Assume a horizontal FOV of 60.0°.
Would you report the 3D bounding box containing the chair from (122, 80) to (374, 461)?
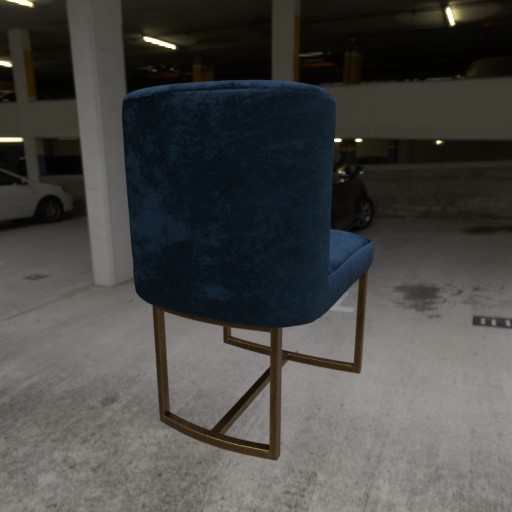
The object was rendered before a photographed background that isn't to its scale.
[{"bbox_3d":[0.000,0.000,1.187,0.530,0.824,0.560,7,17,25],"label":"chair"}]
